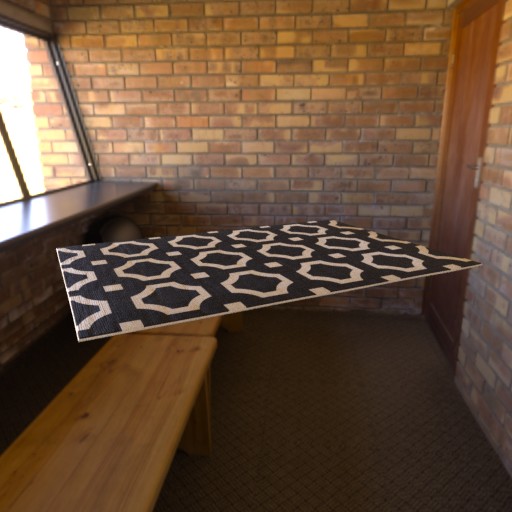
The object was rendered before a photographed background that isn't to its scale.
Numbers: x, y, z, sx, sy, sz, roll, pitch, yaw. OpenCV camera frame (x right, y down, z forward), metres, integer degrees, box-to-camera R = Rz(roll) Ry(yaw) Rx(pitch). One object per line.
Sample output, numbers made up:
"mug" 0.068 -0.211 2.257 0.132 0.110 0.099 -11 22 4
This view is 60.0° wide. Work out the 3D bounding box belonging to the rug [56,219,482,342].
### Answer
"rug" 0.000 0.000 2.856 2.286 0.016 1.555 -8 17 -25
